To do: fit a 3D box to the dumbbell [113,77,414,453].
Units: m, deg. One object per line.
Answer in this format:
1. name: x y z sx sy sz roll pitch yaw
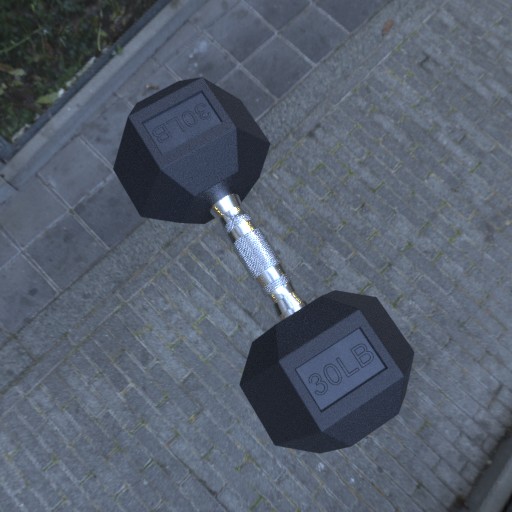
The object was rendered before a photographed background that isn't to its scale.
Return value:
1. dumbbell: 0.000 0.000 0.401 0.142 0.123 0.337 -31 78 -7
